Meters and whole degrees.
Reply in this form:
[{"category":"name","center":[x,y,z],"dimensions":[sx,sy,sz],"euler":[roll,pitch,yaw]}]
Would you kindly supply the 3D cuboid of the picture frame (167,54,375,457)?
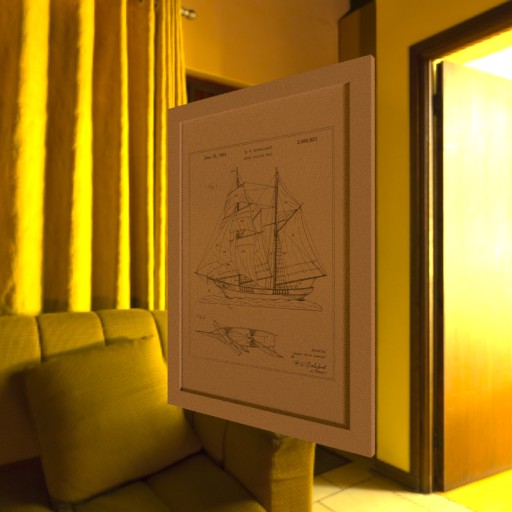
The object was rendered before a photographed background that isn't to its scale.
[{"category":"picture frame","center":[0.000,0.000,0.601],"dimensions":[0.326,0.459,0.011],"euler":[0,0,35]}]
